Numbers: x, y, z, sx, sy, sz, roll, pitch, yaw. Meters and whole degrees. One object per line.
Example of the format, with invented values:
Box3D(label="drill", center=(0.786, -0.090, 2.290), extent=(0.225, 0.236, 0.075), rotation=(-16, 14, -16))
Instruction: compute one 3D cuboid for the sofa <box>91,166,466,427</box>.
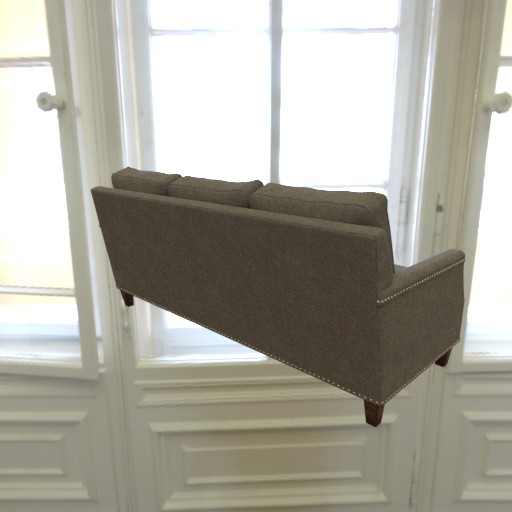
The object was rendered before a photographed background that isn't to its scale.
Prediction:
Box3D(label="sofa", center=(0.000, 0.000, 2.769), extent=(2.226, 1.042, 1.034), rotation=(14, 20, 42))
